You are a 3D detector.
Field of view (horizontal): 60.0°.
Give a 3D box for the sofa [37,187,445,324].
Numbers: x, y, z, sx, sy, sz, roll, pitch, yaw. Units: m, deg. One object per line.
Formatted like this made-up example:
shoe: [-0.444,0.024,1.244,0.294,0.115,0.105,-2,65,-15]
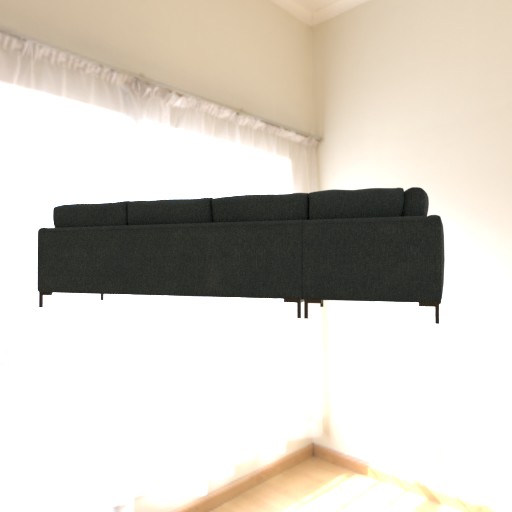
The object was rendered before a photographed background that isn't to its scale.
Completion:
sofa: [0.000,0.000,3.892,2.949,0.815,2.007,0,-1,19]
